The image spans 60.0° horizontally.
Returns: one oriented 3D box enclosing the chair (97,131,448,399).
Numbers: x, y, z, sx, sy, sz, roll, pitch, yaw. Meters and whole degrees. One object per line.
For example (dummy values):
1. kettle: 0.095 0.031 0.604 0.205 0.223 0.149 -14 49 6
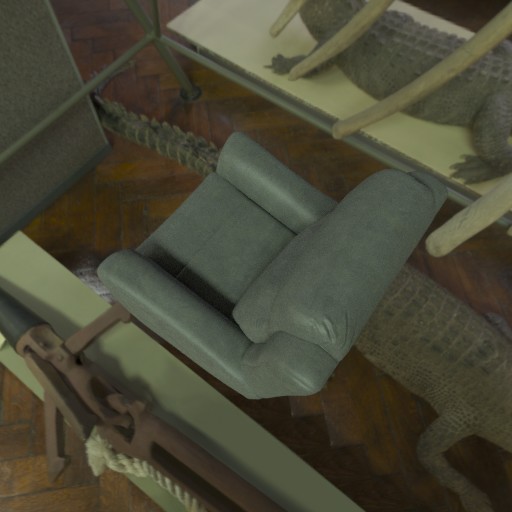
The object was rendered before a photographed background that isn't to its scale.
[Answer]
1. chair: 0.000 0.000 1.910 1.068 1.116 0.965 33 67 16
